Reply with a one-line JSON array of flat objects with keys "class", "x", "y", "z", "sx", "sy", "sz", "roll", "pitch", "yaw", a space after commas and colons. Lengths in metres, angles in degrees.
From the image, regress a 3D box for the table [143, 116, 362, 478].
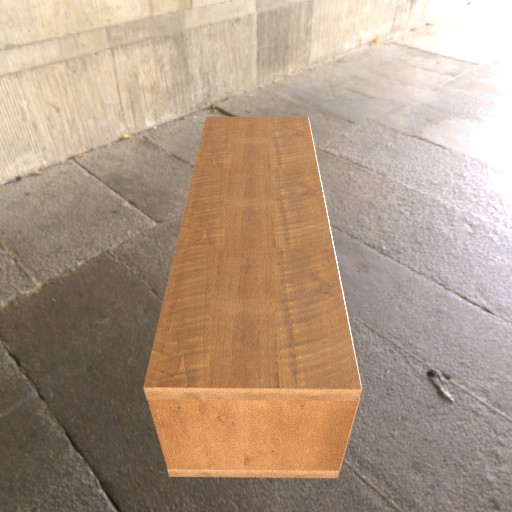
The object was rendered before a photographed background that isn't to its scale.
[{"class": "table", "x": 0.000, "y": 0.000, "z": 1.733, "sx": 0.499, "sy": 0.491, "sz": 1.499, "roll": 0, "pitch": 41, "yaw": 0}]
